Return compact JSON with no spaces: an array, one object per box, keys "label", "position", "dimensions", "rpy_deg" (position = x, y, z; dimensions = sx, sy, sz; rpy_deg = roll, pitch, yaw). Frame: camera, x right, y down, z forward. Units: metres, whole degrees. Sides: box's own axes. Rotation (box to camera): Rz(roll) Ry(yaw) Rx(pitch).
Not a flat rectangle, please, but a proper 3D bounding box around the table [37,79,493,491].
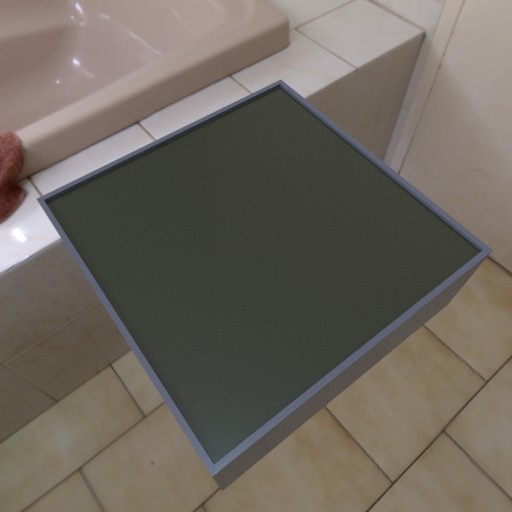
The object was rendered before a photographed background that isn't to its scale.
[{"label":"table","position":[0.000,0.000,1.217],"dimensions":[0.801,0.299,0.801],"rpy_deg":[-33,63,-19]}]
